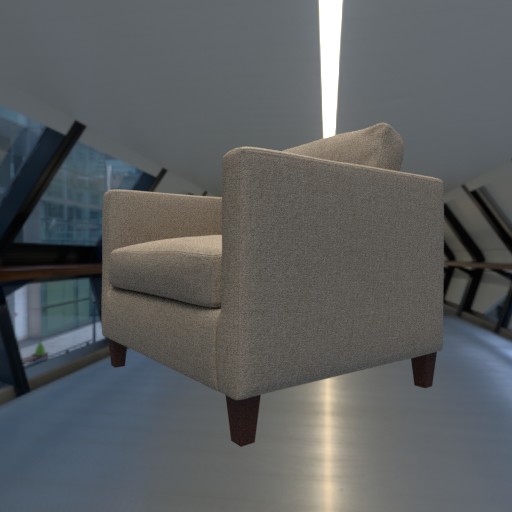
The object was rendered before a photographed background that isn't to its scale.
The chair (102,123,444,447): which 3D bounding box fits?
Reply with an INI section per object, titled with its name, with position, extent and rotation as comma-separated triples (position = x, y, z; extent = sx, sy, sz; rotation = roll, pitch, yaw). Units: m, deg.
[chair]
position = 0.000, 0.000, 1.783
extent = 0.959, 0.961, 1.107
rotation = -1, 1, -36
